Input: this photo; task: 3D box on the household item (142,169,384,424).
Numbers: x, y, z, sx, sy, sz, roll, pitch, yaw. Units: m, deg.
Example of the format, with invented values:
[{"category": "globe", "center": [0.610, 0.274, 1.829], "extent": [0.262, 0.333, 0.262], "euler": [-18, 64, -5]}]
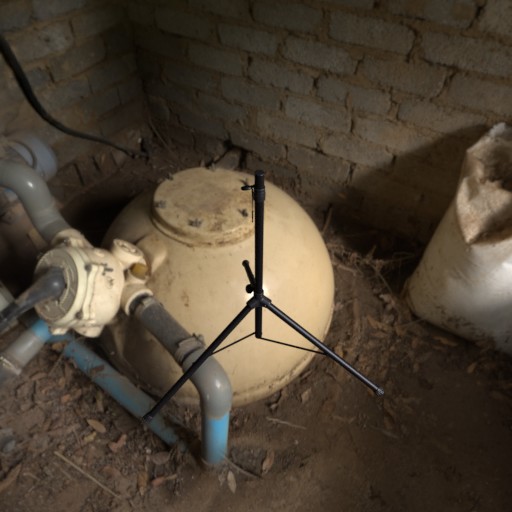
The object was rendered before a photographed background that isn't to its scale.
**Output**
[{"category": "household item", "center": [0.000, 0.000, 2.781], "extent": [1.596, 1.595, 1.339], "euler": [-4, 47, -4]}]
